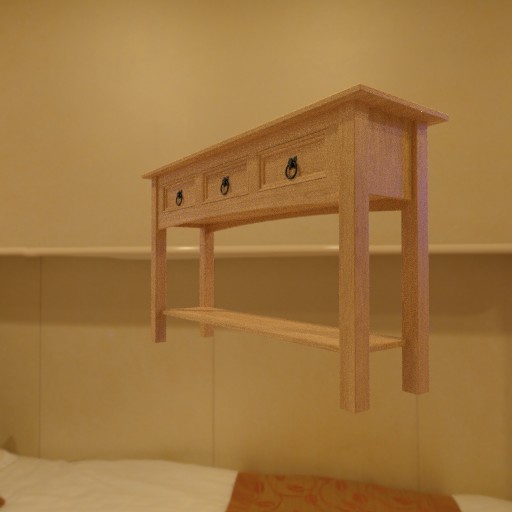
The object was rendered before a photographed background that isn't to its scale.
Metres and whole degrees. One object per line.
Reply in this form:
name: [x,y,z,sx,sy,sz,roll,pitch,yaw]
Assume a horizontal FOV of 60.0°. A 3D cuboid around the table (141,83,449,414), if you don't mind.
table: [0.000,0.000,1.553,0.350,0.730,1.240,1,-1,-36]
